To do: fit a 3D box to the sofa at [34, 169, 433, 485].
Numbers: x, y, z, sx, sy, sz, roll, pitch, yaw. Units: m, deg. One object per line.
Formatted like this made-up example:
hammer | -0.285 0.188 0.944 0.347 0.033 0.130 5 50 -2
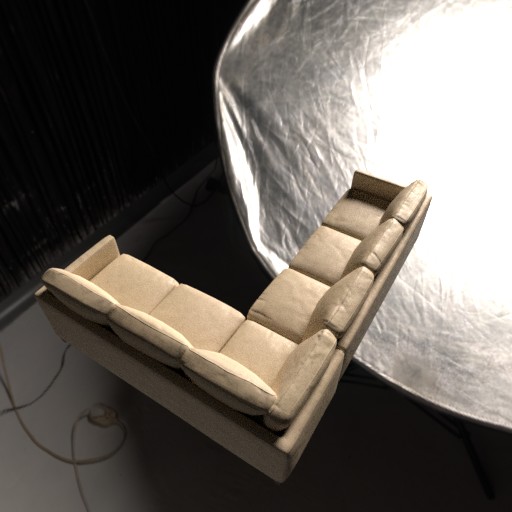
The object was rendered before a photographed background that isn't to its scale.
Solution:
sofa | 0.000 0.000 4.517 2.593 0.947 3.302 25 51 22
